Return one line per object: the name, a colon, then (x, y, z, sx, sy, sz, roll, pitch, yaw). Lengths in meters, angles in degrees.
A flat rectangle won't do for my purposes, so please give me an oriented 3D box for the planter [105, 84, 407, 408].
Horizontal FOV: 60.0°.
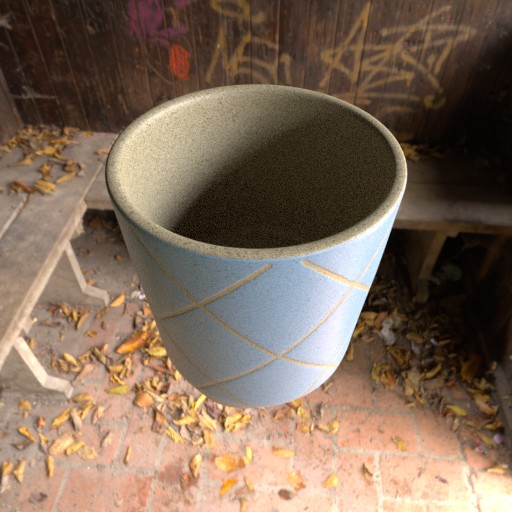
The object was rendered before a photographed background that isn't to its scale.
planter: (0.000, 0.000, 0.425, 0.227, 0.235, 0.227, 0, 47, 0)
